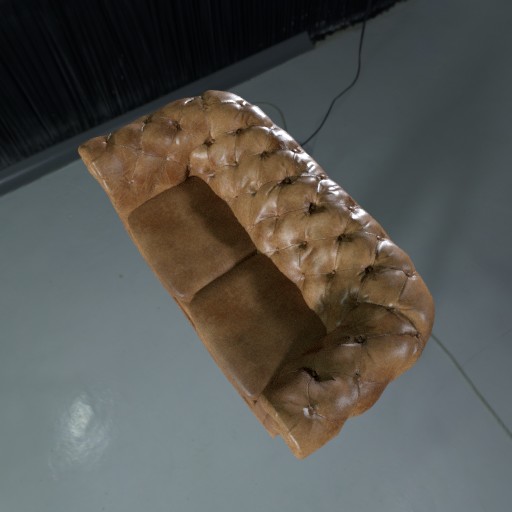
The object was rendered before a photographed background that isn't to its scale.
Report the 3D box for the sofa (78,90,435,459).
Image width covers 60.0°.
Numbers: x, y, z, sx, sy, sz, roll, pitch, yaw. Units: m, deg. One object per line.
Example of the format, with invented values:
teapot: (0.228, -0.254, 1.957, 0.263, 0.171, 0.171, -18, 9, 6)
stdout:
sofa: (0.000, 0.000, 2.529, 1.042, 0.877, 1.979, -33, 67, -16)
